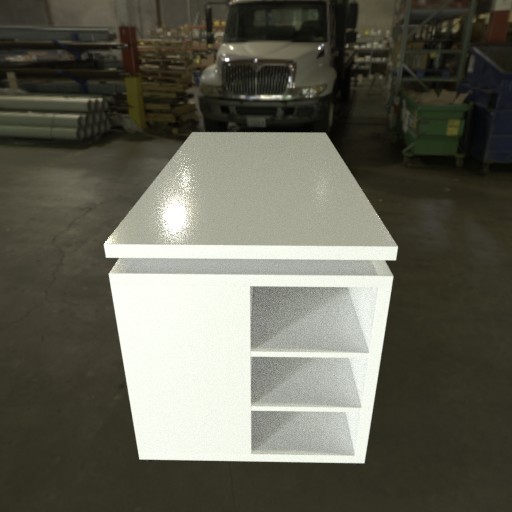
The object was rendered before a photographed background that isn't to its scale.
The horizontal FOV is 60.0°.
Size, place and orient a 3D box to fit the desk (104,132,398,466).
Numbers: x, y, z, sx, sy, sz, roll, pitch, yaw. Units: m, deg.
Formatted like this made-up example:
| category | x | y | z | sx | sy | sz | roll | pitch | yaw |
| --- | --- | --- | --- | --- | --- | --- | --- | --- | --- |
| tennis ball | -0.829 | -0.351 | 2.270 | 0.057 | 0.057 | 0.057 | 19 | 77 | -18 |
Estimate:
| category | x | y | z | sx | sy | sz | roll | pitch | yaw |
| --- | --- | --- | --- | --- | --- | --- | --- | --- | --- |
| desk | 0.000 | 0.000 | 1.829 | 0.690 | 0.740 | 1.400 | 1 | 26 | 1 |
